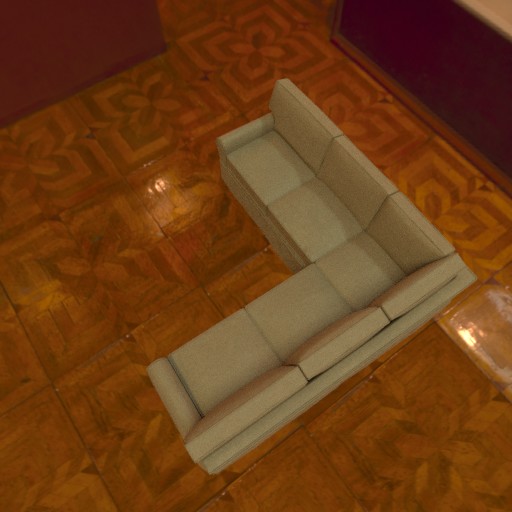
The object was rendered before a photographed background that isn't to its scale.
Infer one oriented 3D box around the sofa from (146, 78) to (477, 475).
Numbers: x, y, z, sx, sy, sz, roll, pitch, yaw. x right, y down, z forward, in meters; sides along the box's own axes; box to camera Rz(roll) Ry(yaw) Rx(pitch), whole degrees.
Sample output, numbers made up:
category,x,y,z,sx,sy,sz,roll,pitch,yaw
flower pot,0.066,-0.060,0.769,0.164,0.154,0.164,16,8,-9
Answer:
category,x,y,z,sx,sy,sz,roll,pitch,yaw
sofa,0.000,0.000,4.024,2.623,1.081,2.618,-31,68,-14
